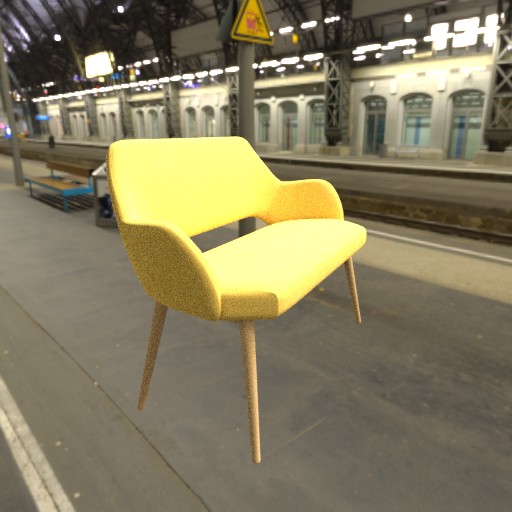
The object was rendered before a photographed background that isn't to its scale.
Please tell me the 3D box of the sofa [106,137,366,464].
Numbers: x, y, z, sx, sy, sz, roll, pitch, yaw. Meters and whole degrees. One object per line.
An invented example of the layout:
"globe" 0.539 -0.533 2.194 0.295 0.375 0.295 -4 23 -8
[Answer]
"sofa" 0.000 0.000 1.644 0.610 0.840 1.150 8 18 27
